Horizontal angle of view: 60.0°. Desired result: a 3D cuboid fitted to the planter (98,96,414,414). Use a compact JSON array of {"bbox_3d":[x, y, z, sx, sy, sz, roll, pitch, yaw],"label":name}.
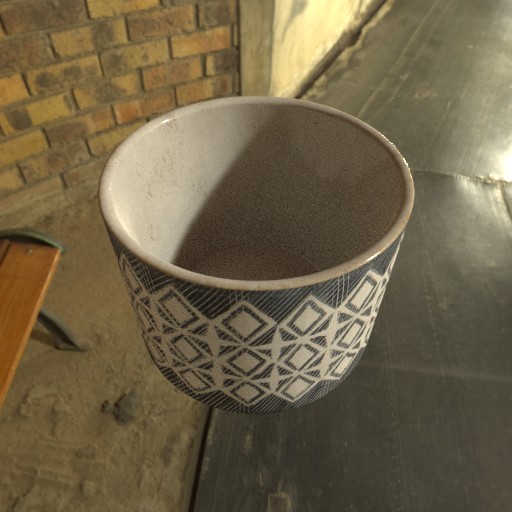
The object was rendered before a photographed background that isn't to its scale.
[{"bbox_3d":[0.000,0.000,0.220,0.126,0.104,0.126,0,47,0],"label":"planter"}]
